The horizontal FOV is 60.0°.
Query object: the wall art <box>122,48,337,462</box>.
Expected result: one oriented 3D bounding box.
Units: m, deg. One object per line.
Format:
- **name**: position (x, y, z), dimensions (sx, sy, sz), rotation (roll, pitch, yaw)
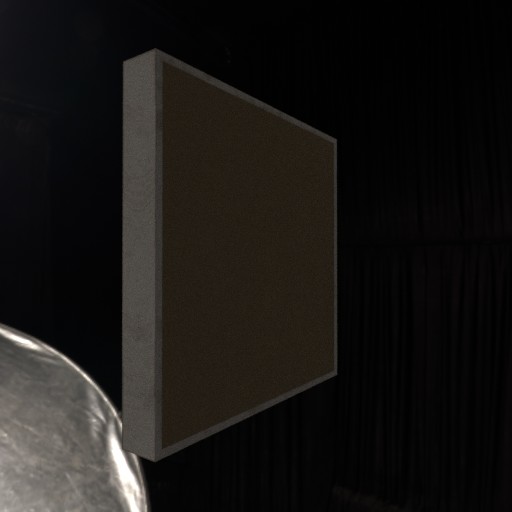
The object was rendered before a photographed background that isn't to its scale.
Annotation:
- **wall art**: position (0.000, 0.000, 0.459), dimensions (0.038, 0.303, 0.305), rotation (0, -1, 36)
